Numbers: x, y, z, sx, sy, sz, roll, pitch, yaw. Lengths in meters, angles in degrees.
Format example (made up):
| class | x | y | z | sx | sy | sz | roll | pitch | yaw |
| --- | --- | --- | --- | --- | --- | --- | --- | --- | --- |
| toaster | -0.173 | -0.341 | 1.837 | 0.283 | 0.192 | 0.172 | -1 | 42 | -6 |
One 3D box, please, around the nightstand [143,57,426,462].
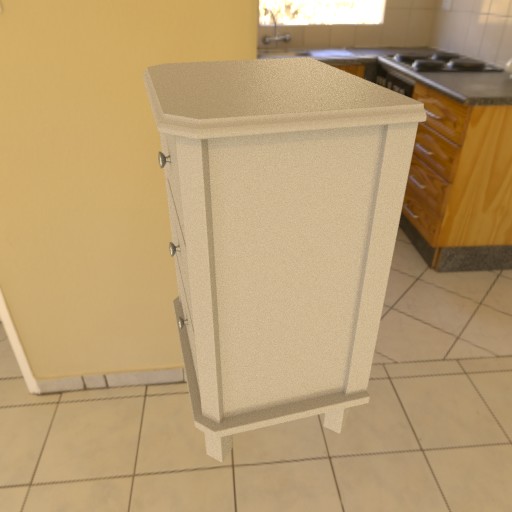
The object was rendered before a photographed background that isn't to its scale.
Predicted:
| class | x | y | z | sx | sy | sz | roll | pitch | yaw |
| --- | --- | --- | --- | --- | --- | --- | --- | --- | --- |
| nightstand | 0.000 | 0.000 | 0.908 | 0.350 | 0.680 | 0.450 | -8 | 33 | -13 |
